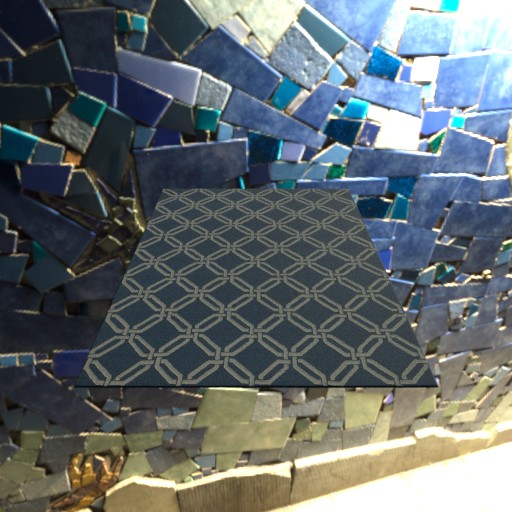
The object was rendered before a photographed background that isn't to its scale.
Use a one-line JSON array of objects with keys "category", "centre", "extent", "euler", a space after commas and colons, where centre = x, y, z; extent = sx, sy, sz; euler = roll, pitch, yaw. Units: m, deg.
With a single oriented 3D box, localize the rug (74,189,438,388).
[{"category": "rug", "centre": [0.000, 0.000, 4.369], "extent": [2.432, 0.018, 3.342], "euler": [0, 32, 0]}]
